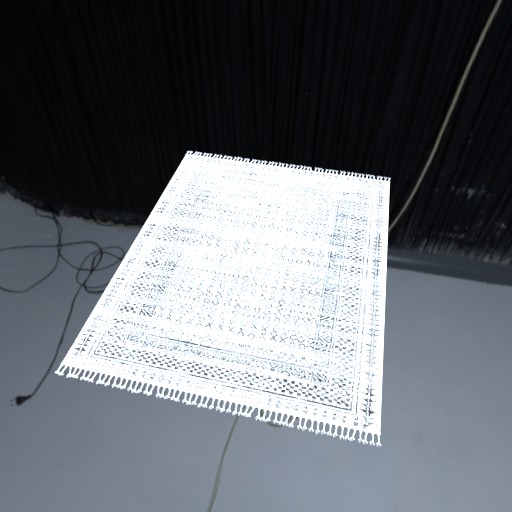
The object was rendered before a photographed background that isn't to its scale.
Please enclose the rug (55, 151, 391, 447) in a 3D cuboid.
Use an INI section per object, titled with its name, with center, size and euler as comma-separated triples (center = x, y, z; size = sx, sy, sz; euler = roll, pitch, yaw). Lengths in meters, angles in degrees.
[rug]
center = 0.000, 0.000, 3.977
size = 2.312, 0.013, 2.940
euler = 10, 47, 9
